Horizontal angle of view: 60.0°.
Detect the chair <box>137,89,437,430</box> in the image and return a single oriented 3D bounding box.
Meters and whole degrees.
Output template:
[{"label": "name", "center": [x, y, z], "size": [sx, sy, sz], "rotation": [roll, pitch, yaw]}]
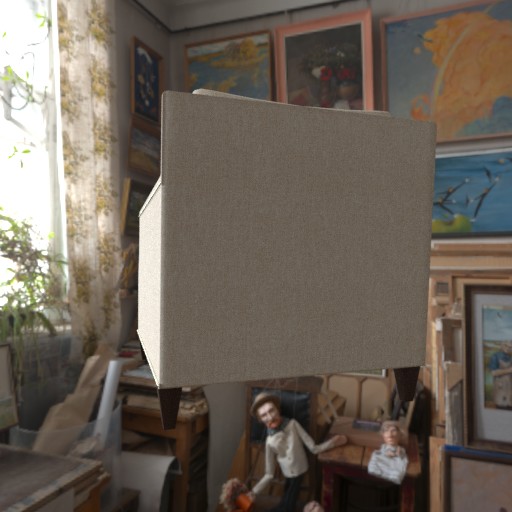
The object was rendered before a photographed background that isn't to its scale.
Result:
[{"label": "chair", "center": [0.000, 0.000, 1.718], "size": [0.838, 0.940, 1.041], "rotation": [0, -1, -18]}]
